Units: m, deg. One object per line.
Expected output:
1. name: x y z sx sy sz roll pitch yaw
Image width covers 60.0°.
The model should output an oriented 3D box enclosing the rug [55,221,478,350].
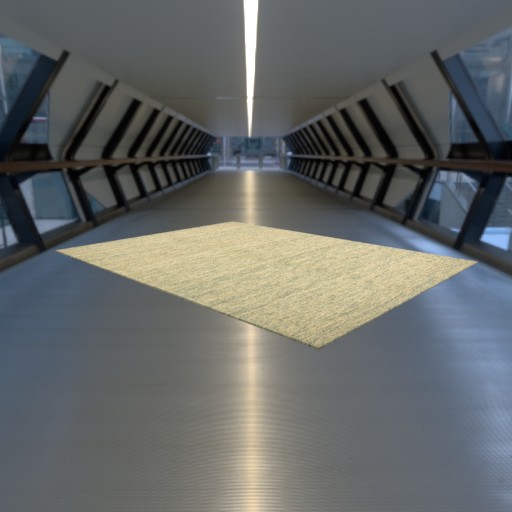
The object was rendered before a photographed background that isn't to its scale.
1. rug: 0.000 0.000 4.198 3.201 0.014 2.437 13 19 42
